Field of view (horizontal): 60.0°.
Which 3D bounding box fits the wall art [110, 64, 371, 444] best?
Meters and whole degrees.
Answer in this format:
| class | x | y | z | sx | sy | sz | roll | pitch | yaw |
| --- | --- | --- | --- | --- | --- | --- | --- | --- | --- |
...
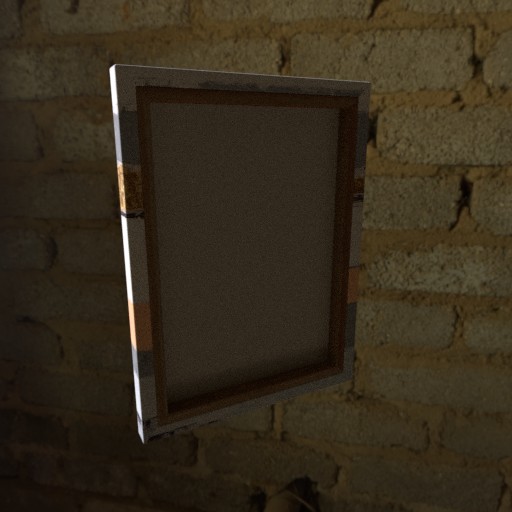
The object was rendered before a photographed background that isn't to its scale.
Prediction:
| class | x | y | z | sx | sy | sz | roll | pitch | yaw |
| --- | --- | --- | --- | --- | --- | --- | --- | --- | --- |
| wall art | 0.000 | 0.000 | 0.802 | 0.456 | 0.609 | 0.038 | -8 | 17 | -26 |
